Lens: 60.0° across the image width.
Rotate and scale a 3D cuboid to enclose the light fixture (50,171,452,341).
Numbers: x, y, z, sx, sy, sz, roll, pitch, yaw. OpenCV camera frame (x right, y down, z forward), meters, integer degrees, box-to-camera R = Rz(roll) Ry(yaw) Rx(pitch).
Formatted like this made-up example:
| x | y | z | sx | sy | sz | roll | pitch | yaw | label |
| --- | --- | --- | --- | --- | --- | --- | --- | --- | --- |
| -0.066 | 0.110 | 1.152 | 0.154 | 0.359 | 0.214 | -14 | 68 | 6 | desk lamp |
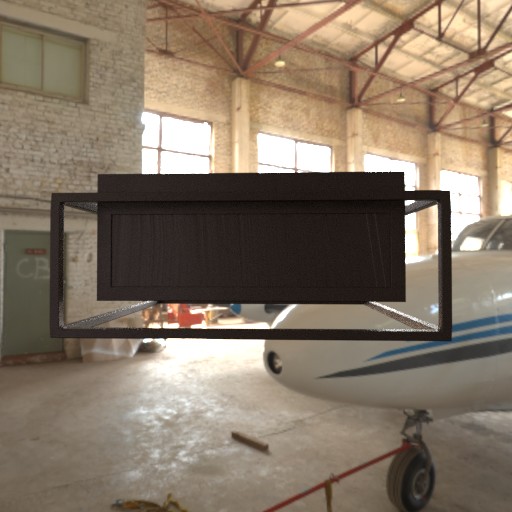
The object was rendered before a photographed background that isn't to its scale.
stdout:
| x | y | z | sx | sy | sz | roll | pitch | yaw | label |
| --- | --- | --- | --- | --- | --- | --- | --- | --- | --- |
| 0.000 | 0.000 | 0.706 | 0.441 | 0.191 | 0.441 | 0 | -1 | 3 | light fixture |
